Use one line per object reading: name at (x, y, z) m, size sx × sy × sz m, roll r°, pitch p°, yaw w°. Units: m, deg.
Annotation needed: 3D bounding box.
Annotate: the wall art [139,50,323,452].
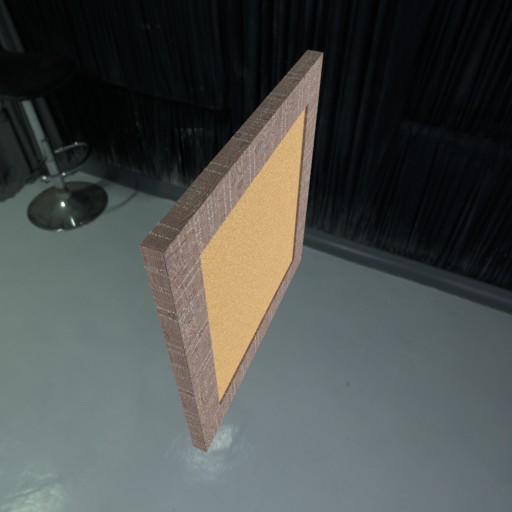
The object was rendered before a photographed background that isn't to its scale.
wall art at (0.000, 0.000, 0.802) m, size 0.029 × 0.531 × 0.531 m, roll 17°, pitch 49°, yaw 16°
